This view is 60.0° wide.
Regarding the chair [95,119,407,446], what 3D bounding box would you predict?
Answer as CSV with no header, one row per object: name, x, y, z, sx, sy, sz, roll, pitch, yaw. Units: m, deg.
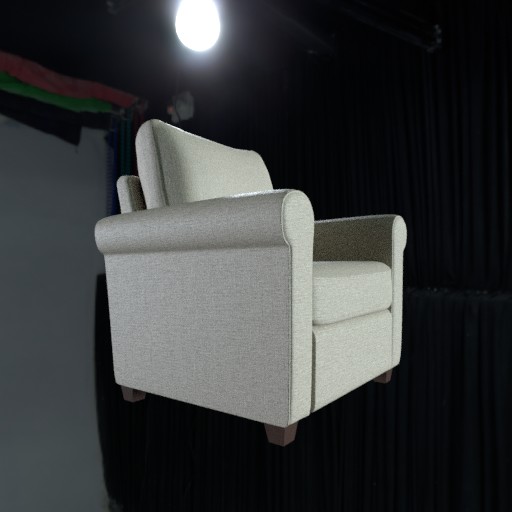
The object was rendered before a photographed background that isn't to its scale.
chair,0.000,0.000,2.290,1.180,1.349,1.275,-1,-1,36
